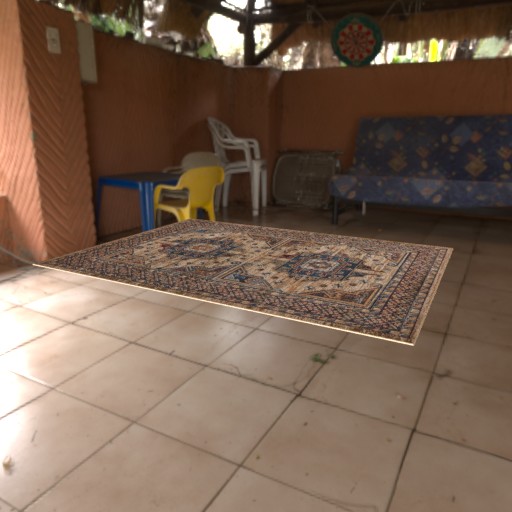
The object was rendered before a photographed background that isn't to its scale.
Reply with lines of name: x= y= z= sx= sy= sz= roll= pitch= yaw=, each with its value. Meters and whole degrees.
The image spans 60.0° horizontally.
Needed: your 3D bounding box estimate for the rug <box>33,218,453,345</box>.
rug: x=0.000 y=0.000 z=2.878 sx=2.227 sy=0.008 sz=1.611 roll=8 pitch=18 yaw=27
